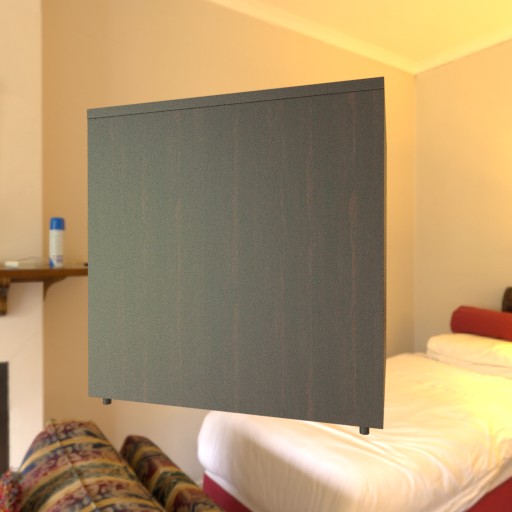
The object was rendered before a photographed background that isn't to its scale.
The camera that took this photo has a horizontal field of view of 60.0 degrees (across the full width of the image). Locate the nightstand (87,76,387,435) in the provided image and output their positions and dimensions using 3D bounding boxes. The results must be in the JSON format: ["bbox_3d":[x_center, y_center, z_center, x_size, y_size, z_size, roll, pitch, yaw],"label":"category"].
[{"bbox_3d":[0.000,0.000,0.822,0.461,0.460,0.400,0,1,17],"label":"nightstand"}]
